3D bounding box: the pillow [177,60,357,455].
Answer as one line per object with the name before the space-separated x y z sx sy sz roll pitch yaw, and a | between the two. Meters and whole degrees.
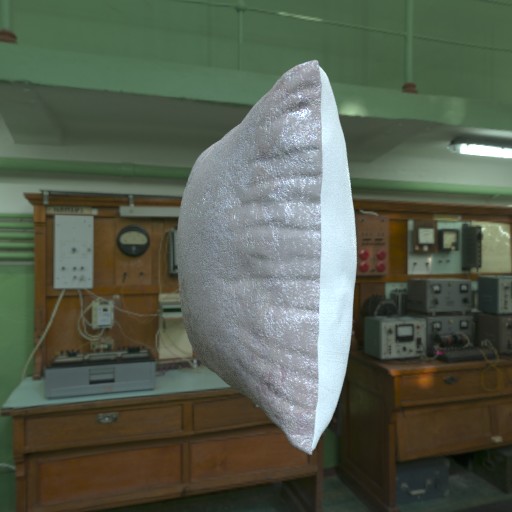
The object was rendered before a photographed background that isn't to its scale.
pillow | 0.000 0.000 0.708 0.245 0.448 0.450 0 0 -18
